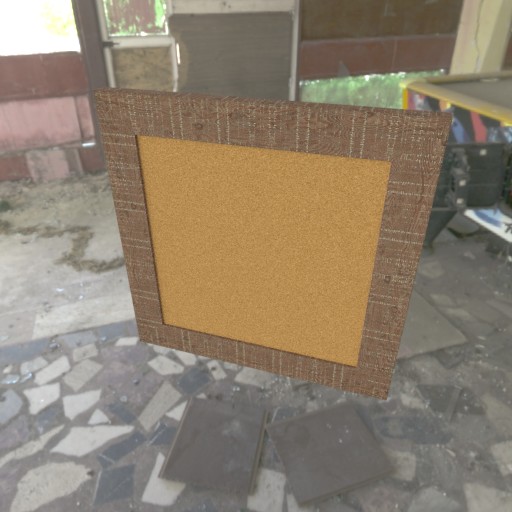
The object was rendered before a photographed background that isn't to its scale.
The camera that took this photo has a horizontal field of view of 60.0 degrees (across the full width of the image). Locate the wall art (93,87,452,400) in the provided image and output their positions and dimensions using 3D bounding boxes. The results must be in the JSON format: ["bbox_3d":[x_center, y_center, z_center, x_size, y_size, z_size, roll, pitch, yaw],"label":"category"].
[{"bbox_3d":[0.000,0.000,0.782,0.531,0.531,0.029,10,34,15],"label":"wall art"}]
